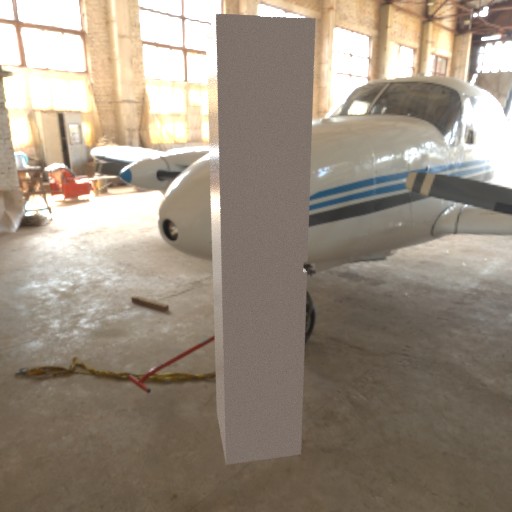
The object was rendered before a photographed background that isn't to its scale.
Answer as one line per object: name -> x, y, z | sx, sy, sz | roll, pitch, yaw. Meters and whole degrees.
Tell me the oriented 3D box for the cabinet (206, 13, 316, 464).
cabinet -> 0.000, 0.000, 1.502 | 0.269, 1.400, 0.300 | -3, 16, -10
